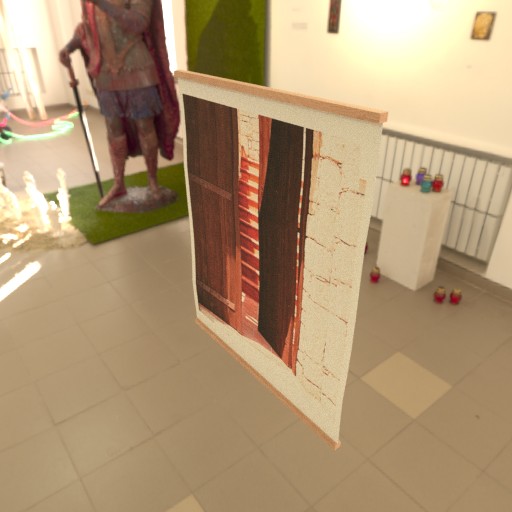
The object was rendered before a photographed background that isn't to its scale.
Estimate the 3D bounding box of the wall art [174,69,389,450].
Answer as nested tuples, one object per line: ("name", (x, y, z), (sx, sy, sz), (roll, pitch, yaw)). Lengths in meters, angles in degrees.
("wall art", (0.000, 0.000, 0.701), (0.013, 0.508, 0.406), (-22, 36, -33))
